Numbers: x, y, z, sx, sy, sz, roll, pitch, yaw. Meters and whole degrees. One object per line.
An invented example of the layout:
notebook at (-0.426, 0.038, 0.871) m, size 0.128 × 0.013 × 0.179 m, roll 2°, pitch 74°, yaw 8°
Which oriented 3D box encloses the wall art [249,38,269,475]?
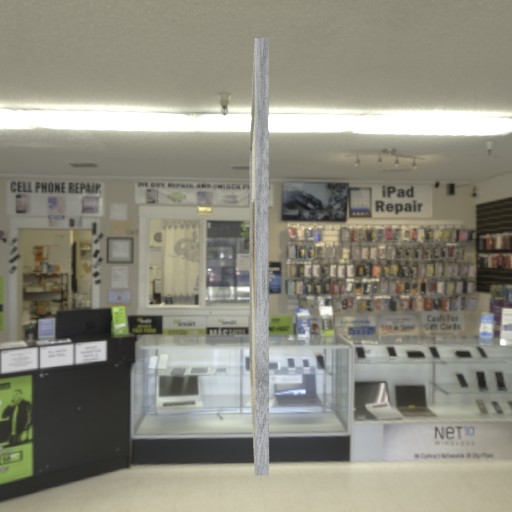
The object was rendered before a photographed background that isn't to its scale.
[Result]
wall art at (0.000, 0.000, 0.765) m, size 0.016 × 0.507 × 0.508 m, roll 0°, pitch 0°, yaw -2°
